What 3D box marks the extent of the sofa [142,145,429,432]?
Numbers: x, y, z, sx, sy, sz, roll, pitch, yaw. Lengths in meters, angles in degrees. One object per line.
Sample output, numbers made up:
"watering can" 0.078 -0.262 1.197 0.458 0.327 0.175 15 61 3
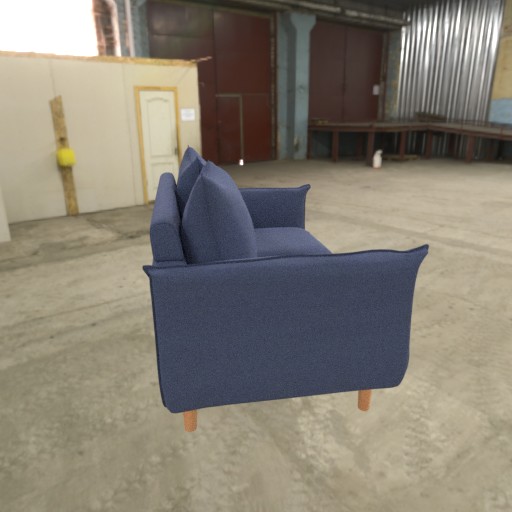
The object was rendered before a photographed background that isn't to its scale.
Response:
"sofa" 0.000 0.000 1.856 0.820 0.840 1.300 -3 18 -10
